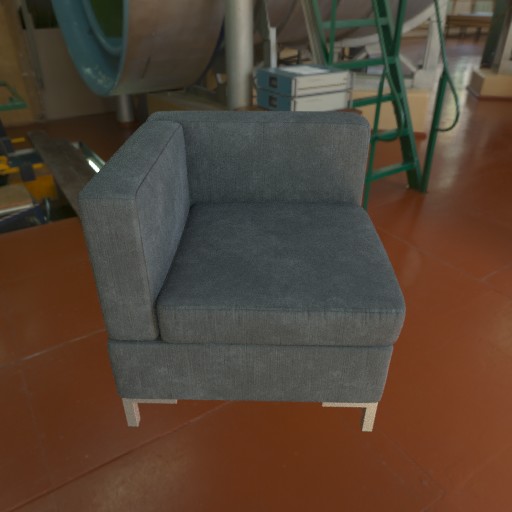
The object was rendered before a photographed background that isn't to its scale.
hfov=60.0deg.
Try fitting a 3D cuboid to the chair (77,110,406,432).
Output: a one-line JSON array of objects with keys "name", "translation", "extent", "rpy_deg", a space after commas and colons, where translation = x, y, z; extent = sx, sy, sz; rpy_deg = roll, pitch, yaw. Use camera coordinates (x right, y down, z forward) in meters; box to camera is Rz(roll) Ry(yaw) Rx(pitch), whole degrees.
[{"name": "chair", "translation": [0.000, 0.000, 1.242], "extent": [0.680, 0.660, 0.680], "rpy_deg": [1, 31, 1]}]
